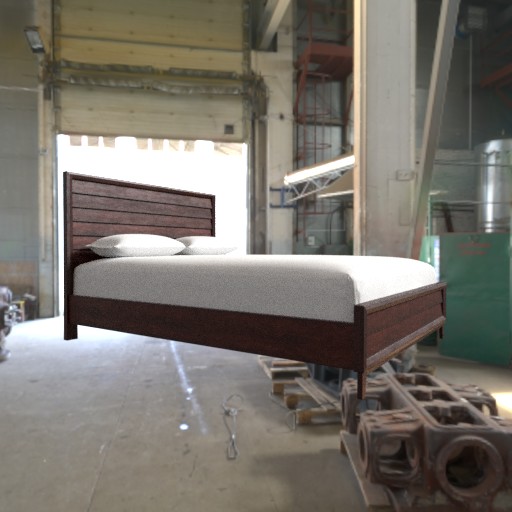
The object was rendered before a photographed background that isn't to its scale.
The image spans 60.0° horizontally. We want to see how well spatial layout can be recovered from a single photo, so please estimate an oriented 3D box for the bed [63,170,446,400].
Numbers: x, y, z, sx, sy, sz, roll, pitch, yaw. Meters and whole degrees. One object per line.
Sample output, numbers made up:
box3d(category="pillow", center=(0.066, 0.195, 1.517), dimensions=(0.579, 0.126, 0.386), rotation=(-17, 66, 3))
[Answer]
box3d(category="bed", center=(0.000, 0.000, 3.973), dimensions=(2.803, 1.492, 2.040), rotation=(1, 1, 35))
